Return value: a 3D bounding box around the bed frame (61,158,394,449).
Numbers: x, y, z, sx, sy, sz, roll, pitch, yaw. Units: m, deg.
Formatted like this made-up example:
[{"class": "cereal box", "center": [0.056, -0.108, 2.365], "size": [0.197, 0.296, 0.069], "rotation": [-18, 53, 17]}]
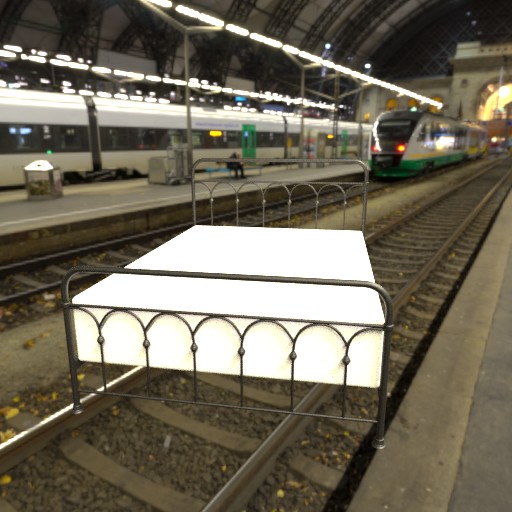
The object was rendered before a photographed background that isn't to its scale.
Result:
[{"class": "bed frame", "center": [0.000, 0.000, 3.144], "size": [1.664, 1.276, 2.203], "rotation": [3, 15, 10]}]
